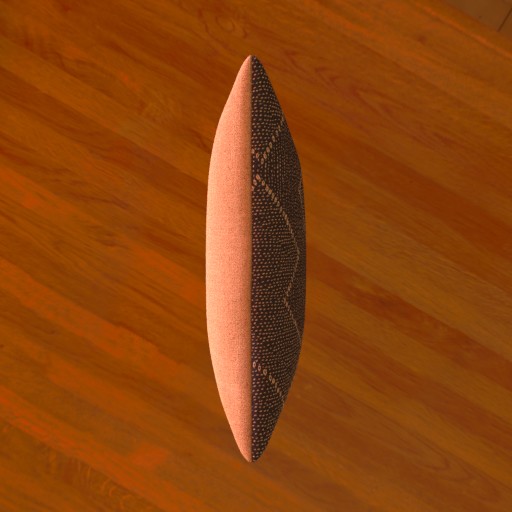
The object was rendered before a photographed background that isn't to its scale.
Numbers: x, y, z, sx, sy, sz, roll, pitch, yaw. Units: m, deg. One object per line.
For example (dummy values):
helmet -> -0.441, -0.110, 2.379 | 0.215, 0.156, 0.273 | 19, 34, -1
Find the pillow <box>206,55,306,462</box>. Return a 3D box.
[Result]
pillow -> 0.000, 0.000, 0.675 | 0.148, 0.428, 0.435 | 0, 91, 0
